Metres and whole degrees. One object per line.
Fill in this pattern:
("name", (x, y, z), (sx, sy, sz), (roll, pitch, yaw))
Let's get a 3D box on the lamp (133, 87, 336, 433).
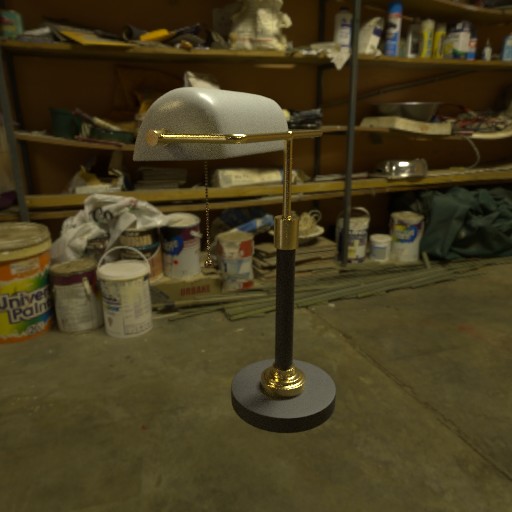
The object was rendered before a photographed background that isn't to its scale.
("lamp", (0.000, 0.000, 0.574), (0.227, 0.404, 0.269), (8, 19, 24))
